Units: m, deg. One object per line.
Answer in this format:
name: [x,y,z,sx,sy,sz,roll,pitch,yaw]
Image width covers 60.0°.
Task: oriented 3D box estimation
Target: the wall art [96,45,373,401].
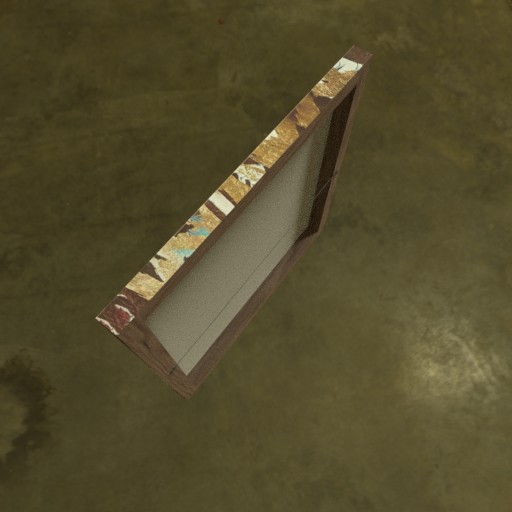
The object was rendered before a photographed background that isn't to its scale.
wall art: [0.000,0.000,0.927,0.041,0.613,0.609,34,69,15]
